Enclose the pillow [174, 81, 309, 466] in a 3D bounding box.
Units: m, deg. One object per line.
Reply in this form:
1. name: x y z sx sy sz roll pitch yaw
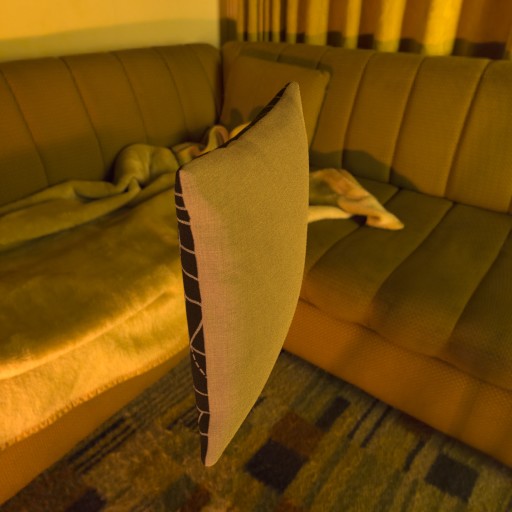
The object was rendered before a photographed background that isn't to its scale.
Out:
1. pillow: 0.000 0.000 0.791 0.158 0.508 0.517 9 32 14
